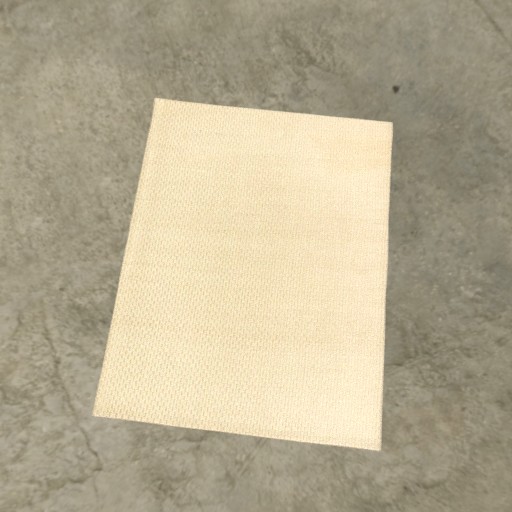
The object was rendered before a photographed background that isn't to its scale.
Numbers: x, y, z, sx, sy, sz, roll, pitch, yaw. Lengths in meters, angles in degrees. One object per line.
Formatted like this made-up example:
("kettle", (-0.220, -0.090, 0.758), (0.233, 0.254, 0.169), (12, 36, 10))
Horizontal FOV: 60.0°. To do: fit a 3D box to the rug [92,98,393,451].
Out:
("rug", (0.000, 0.000, 3.834), (2.277, 0.035, 2.897), (6, 75, 2))
